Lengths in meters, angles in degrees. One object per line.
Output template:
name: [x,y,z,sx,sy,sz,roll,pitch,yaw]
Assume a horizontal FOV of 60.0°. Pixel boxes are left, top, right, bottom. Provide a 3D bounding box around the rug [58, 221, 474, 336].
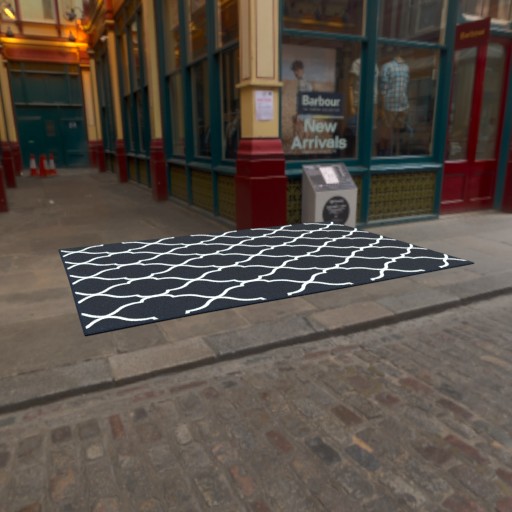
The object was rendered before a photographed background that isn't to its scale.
rug: [0.000,0.000,2.908,2.294,0.014,1.528,-8,17,-26]
